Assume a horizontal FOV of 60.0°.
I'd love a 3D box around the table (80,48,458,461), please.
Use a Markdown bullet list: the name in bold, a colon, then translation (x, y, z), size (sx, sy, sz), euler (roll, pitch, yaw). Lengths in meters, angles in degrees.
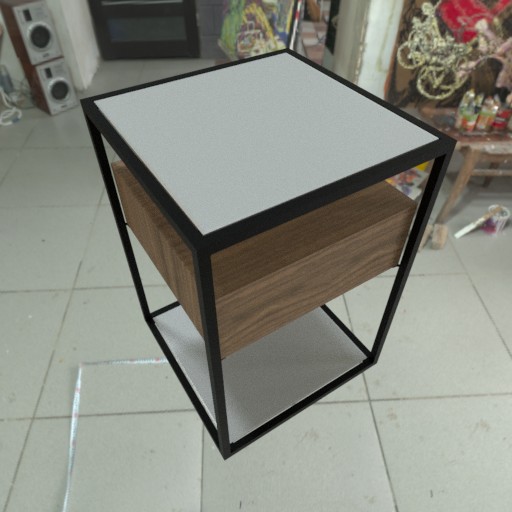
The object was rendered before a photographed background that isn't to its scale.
- **table**: translation (0.000, 0.000, 0.805), size (0.378, 0.540, 0.378), euler (-24, 50, -22)
